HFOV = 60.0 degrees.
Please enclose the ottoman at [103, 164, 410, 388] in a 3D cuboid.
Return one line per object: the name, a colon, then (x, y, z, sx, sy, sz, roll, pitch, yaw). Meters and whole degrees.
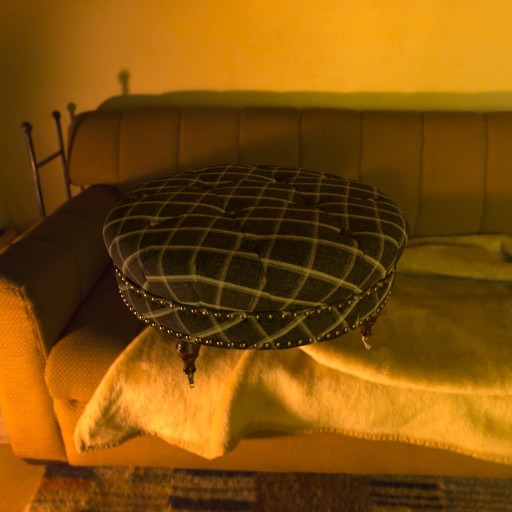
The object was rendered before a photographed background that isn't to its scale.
ottoman: (0.000, 0.000, 1.407, 0.901, 0.439, 0.901, 0, 25, 0)
